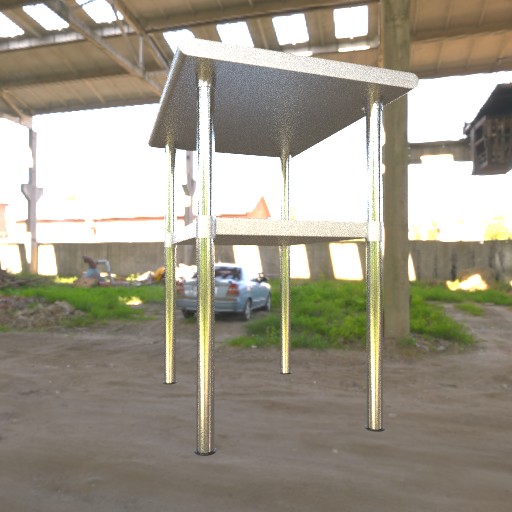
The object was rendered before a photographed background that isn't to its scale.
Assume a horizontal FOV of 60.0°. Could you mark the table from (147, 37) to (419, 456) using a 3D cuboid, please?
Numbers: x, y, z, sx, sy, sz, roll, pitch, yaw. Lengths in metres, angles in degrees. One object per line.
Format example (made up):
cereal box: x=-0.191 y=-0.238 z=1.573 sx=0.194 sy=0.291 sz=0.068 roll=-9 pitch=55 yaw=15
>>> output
table: x=0.000 y=0.000 z=1.339 sx=0.584 sy=0.876 sz=0.762 roll=0 pitch=-1 yaw=-18
